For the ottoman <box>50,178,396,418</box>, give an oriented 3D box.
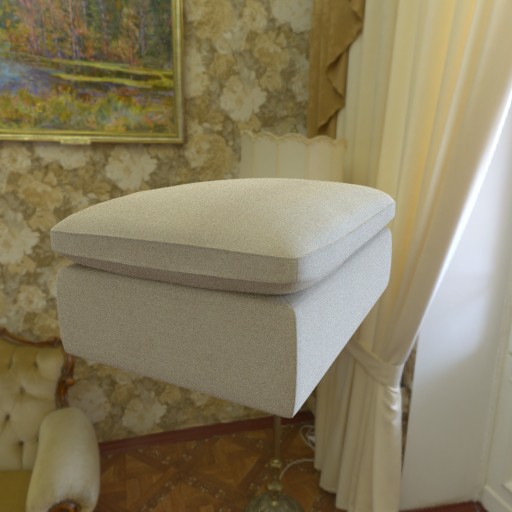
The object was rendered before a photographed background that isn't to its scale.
[{"bbox_3d":[0.000,0.000,1.370,0.686,0.453,0.984,7,16,26],"label":"ottoman"}]
